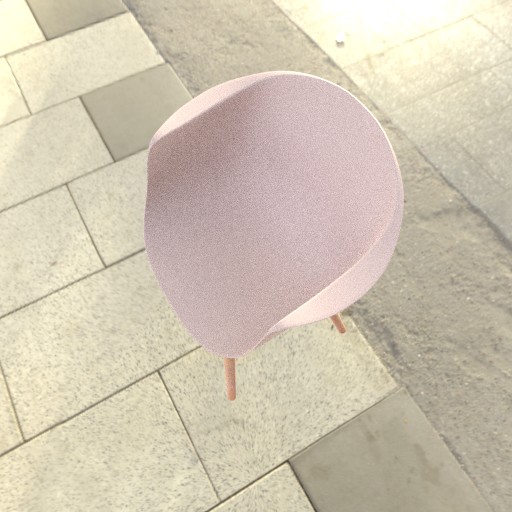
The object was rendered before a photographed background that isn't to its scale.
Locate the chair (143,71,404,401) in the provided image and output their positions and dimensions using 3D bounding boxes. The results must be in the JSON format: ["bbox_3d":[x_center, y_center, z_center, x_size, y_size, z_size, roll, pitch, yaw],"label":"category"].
[{"bbox_3d":[0.000,0.000,1.158,0.504,0.781,0.593,-29,67,-14],"label":"chair"}]
